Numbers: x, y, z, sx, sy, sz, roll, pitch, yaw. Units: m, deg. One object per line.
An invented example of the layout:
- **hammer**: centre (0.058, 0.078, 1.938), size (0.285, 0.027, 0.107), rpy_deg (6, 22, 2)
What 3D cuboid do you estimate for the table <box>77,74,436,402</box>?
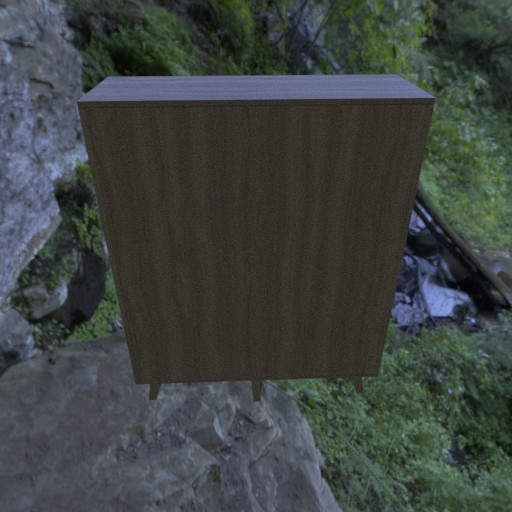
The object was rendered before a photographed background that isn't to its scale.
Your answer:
- **table**: centre (0.000, 0.000, 1.904), size (1.111, 1.388, 0.398), rpy_deg (-1, 32, -2)
